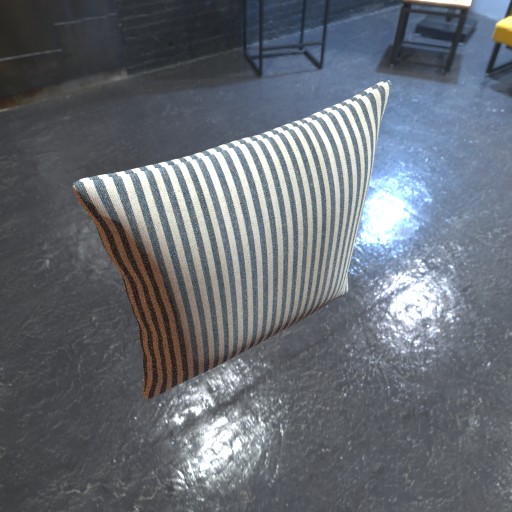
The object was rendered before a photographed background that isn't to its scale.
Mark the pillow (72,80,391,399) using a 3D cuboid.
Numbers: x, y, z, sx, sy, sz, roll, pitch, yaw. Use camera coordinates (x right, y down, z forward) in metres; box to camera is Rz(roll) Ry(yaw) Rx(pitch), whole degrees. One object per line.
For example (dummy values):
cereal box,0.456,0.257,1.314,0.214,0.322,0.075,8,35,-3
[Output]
pillow,0.000,0.000,0.792,0.523,0.510,0.166,-25,50,-22
